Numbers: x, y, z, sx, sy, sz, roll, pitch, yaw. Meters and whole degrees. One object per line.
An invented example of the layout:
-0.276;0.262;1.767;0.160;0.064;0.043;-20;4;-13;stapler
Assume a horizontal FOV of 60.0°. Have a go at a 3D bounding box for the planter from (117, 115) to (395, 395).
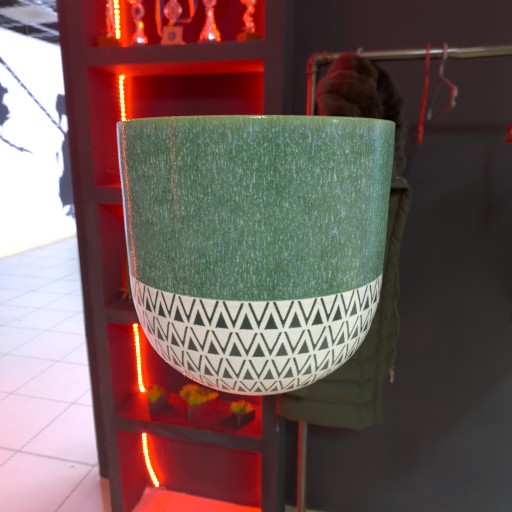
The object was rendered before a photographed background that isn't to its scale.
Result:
0.000;0.000;0.473;0.266;0.270;0.266;0;14;0;planter
